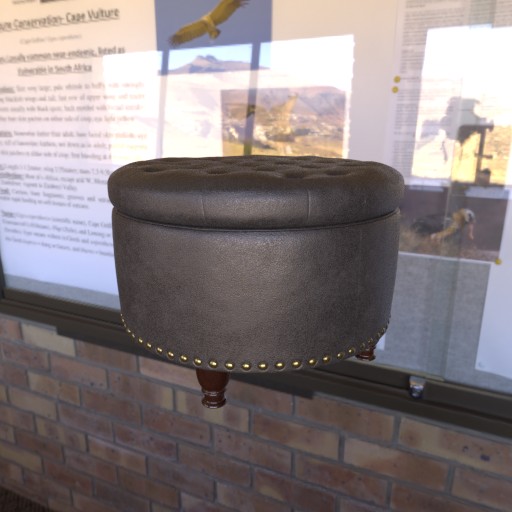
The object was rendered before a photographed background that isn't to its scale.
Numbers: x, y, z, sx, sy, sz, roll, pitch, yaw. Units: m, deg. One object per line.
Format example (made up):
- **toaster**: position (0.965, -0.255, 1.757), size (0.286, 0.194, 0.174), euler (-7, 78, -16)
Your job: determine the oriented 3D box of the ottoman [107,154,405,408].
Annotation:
- **ottoman**: position (0.000, 0.000, 1.046), size (0.637, 0.442, 0.637), euler (0, 16, 0)
